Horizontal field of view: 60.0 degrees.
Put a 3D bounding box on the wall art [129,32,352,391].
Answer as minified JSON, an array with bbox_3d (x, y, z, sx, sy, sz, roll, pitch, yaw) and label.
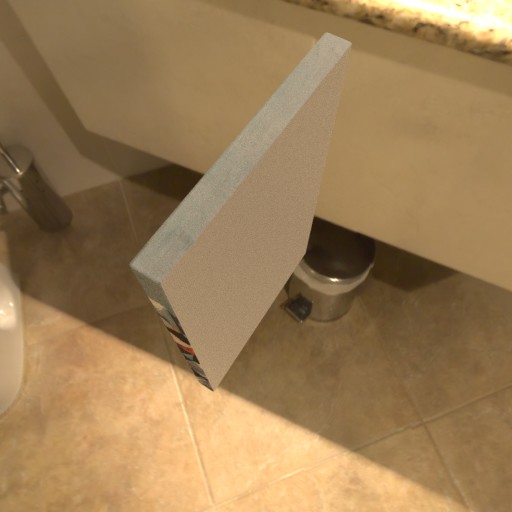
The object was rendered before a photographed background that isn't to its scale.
[{"bbox_3d":[0.000,0.000,1.166,0.061,0.911,0.609,30,67,14],"label":"wall art"}]
